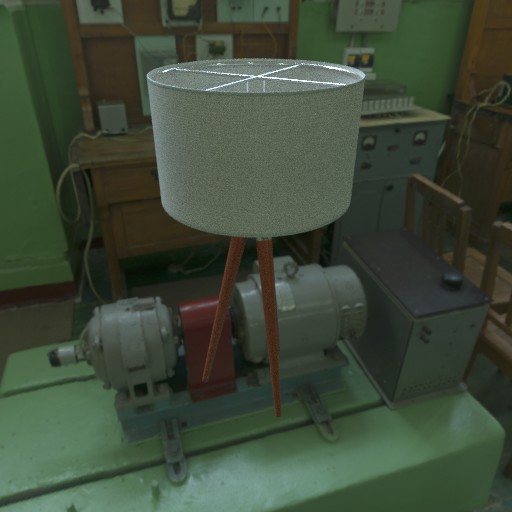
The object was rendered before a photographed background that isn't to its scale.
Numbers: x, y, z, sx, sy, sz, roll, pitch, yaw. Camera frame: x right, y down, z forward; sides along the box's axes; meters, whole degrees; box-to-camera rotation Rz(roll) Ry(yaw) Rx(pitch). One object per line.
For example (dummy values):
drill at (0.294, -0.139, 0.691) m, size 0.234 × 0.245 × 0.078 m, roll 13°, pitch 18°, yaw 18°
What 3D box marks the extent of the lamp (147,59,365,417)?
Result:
lamp at (0.000, 0.000, 0.915) m, size 0.355 × 0.709 × 0.354 m, roll -10°, pitch 32°, yaw -16°
